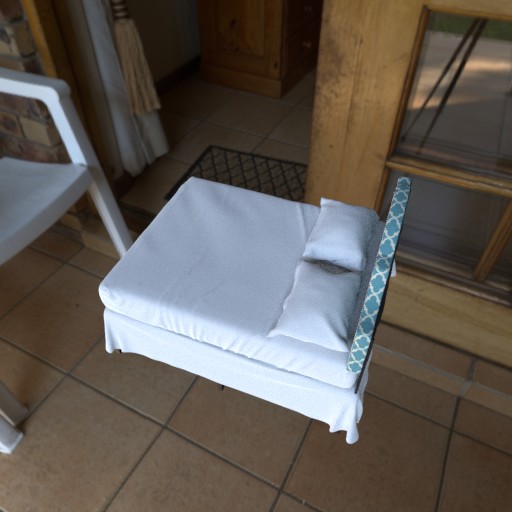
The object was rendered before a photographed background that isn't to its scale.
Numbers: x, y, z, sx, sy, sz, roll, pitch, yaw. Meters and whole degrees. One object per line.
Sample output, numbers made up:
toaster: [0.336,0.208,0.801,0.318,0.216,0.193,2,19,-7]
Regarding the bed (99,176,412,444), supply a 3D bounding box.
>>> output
bed: [0.000,0.000,3.510,2.222,1.633,1.780,15,47,15]
